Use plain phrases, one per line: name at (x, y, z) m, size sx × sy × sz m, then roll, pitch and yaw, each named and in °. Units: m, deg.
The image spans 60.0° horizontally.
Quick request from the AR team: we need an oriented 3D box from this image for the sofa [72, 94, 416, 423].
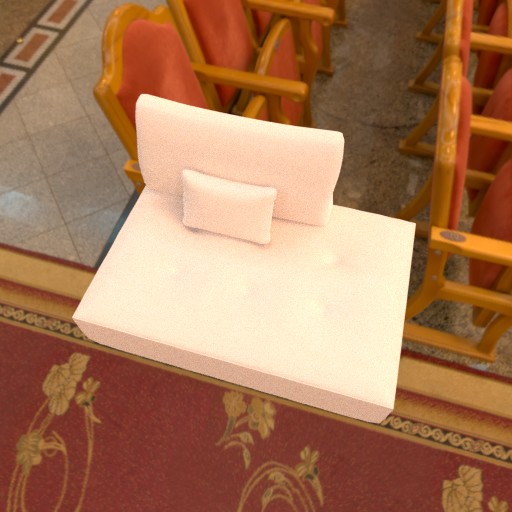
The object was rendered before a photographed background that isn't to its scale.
sofa at (0.000, 0.000, 2.076) m, size 1.450 × 0.820 × 1.000 m, roll 14°, pitch 59°, yaw 9°
